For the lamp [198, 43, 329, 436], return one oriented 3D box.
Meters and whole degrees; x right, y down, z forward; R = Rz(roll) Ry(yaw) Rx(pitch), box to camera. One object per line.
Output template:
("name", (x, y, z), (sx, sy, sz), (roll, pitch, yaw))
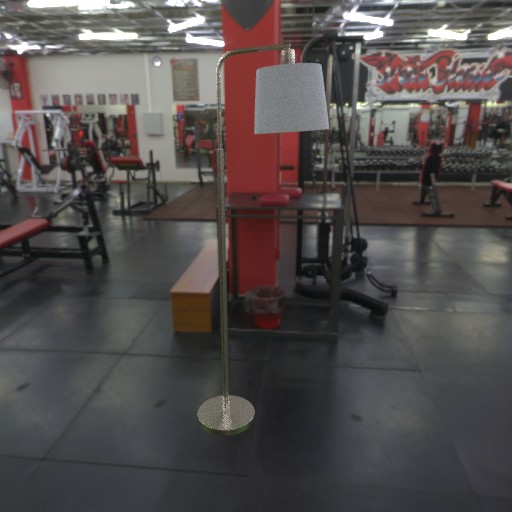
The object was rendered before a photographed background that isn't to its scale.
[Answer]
("lamp", (0.000, 0.000, 1.695), (0.508, 1.478, 0.254), (3, 17, 8))
